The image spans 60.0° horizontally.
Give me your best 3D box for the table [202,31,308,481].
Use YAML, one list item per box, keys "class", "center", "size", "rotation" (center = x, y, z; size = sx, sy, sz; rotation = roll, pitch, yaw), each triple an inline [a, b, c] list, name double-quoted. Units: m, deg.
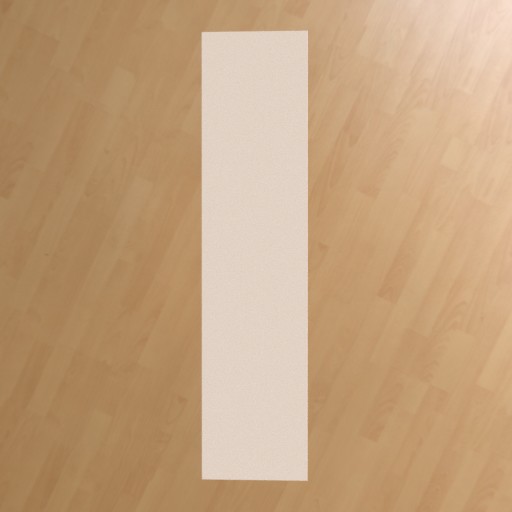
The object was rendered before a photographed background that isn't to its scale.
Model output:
- class: "table"
  center: [0.000, 0.000, 1.839]
  size: [0.390, 0.420, 1.650]
  rotation: [0, 90, 2]
